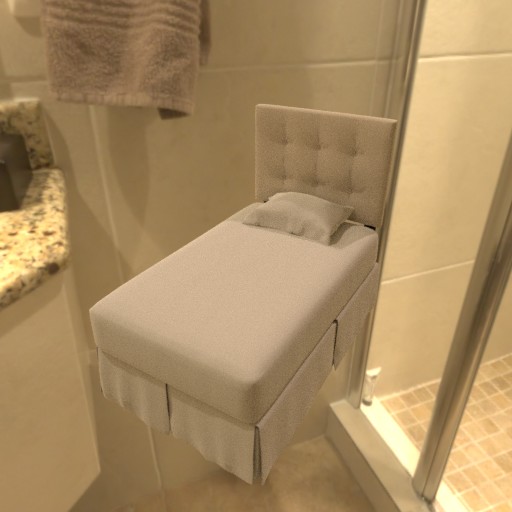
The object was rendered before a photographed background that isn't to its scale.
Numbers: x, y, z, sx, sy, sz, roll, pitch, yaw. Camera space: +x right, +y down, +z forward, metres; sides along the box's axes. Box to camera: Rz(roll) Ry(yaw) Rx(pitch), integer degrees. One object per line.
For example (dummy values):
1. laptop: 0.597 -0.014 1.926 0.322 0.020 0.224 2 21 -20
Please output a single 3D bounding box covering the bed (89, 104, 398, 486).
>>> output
1. bed: 0.000 0.000 2.999 1.261 1.571 1.997 17 34 27
